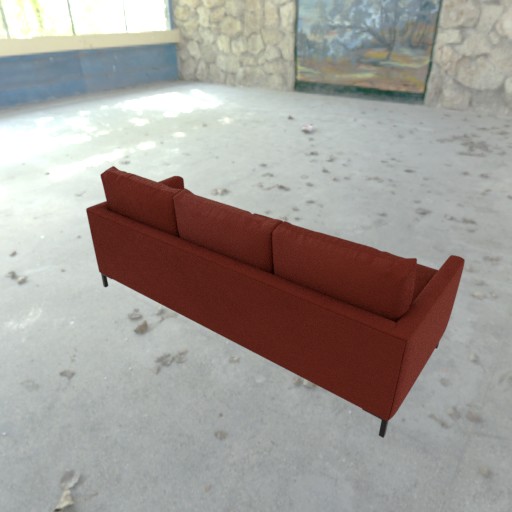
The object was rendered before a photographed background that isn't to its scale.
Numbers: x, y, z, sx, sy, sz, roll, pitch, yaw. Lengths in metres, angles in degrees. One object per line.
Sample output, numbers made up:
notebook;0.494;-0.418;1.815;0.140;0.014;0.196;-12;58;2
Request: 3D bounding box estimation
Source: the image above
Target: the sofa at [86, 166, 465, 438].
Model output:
sofa;0.000;0.000;2.775;2.252;0.879;0.875;20;35;32
